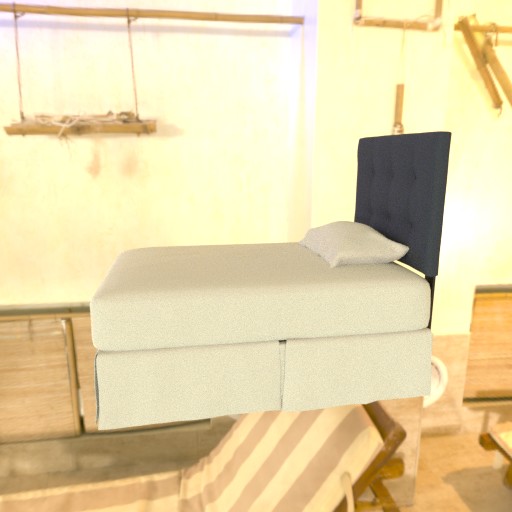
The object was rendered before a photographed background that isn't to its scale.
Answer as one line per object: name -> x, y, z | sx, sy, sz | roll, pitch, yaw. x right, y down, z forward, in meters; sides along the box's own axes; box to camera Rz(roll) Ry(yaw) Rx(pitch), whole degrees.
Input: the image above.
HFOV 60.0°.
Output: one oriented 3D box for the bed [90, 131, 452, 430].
bed -> 0.000, 0.000, 2.946 | 1.997, 1.571, 1.261 | -2, 13, -9
